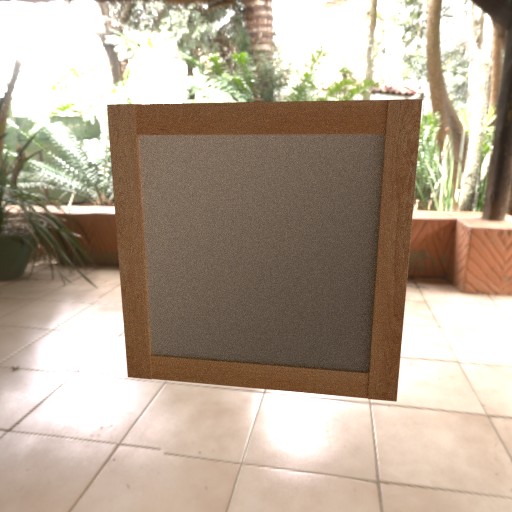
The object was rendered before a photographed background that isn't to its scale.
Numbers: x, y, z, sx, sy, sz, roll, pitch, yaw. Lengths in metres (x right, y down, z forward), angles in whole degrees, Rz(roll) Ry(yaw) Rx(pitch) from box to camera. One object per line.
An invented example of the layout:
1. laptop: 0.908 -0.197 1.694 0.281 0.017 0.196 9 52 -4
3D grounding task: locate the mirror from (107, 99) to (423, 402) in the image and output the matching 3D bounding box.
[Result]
1. mirror: 0.000 0.000 1.215 0.800 0.800 0.020 2 14 9
